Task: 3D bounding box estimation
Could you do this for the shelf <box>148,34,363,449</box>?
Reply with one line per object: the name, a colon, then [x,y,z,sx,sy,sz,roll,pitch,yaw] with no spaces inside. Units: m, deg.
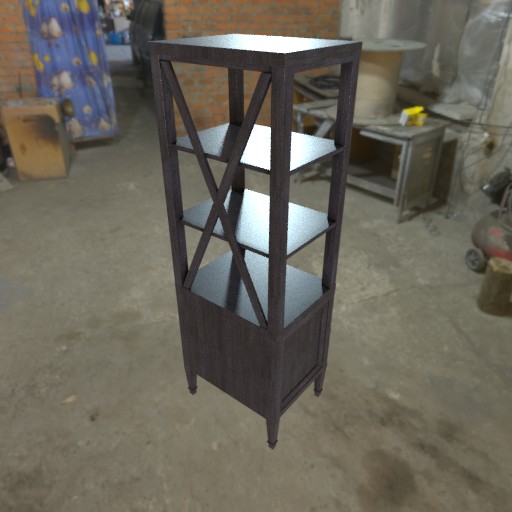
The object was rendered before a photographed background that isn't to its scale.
shelf: [0.000,0.000,1.976,0.584,1.727,0.472,22,37,33]
